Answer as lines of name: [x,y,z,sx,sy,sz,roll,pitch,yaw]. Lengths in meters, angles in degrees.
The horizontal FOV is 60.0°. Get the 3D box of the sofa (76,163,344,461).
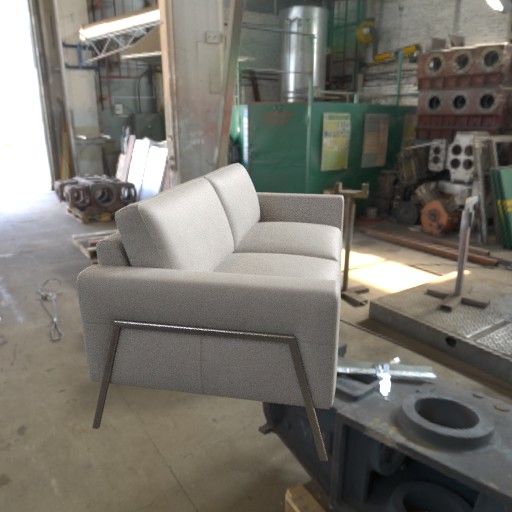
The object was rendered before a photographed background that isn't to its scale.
sofa: [0.000,0.000,2.490,0.953,0.875,2.017,3,18,11]
